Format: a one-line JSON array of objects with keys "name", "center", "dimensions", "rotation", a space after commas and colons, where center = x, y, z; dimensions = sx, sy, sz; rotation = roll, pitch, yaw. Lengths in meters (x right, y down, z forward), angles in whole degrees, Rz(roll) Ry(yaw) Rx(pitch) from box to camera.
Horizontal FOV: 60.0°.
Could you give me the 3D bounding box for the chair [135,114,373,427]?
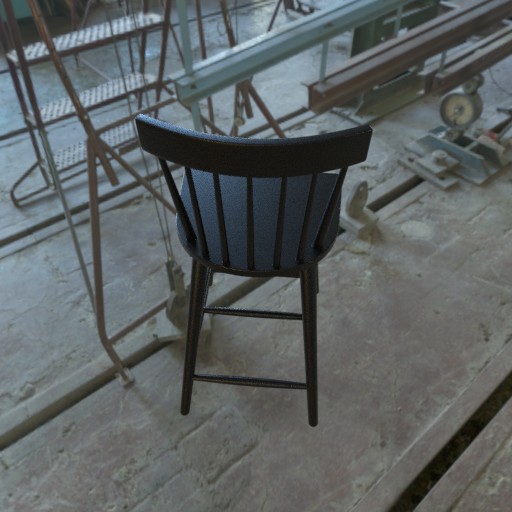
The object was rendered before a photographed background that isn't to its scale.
[{"name": "chair", "center": [0.000, 0.000, 1.280], "dimensions": [0.483, 0.952, 0.572], "rotation": [4, 46, 4]}]
